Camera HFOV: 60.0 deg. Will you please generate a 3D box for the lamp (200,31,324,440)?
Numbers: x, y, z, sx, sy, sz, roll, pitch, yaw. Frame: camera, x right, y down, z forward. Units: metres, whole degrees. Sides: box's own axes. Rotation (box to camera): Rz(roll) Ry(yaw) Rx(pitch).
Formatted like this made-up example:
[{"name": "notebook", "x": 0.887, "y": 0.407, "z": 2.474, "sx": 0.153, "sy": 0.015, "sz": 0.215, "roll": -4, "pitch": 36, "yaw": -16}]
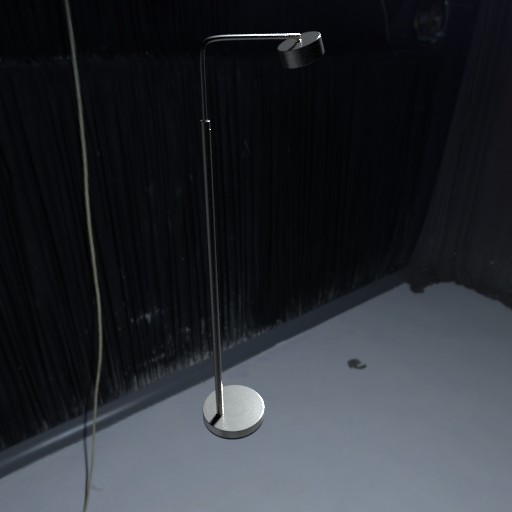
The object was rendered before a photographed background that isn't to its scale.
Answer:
[{"name": "lamp", "x": 0.000, "y": 0.000, "z": 1.386, "sx": 0.421, "sy": 1.250, "sz": 0.222, "roll": -18, "pitch": 32, "yaw": -31}]
